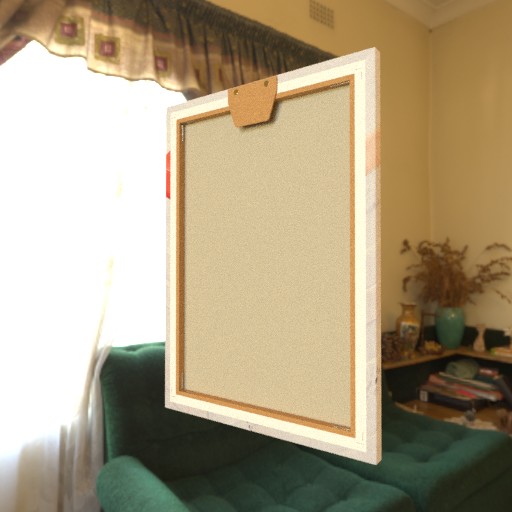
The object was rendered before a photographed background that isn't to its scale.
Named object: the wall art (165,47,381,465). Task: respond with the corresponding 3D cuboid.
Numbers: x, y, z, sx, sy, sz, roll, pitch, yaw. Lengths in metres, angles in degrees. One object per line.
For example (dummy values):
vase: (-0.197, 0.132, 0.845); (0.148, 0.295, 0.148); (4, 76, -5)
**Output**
wall art: (0.000, 0.000, 1.084); (0.613, 0.848, 0.036); (0, -1, 35)
